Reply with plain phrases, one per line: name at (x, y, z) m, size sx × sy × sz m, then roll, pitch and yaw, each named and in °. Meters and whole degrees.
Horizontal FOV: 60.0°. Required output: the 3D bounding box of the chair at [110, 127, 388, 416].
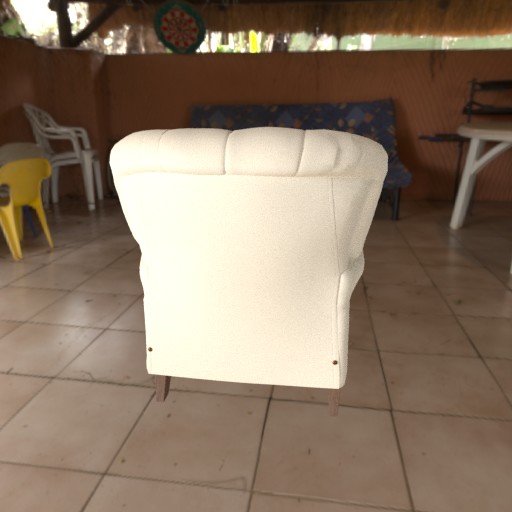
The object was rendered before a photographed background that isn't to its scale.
chair at (0.000, 0.000, 2.058) m, size 1.035 × 1.169 × 1.132 m, roll 2°, pitch 18°, yaw 7°
